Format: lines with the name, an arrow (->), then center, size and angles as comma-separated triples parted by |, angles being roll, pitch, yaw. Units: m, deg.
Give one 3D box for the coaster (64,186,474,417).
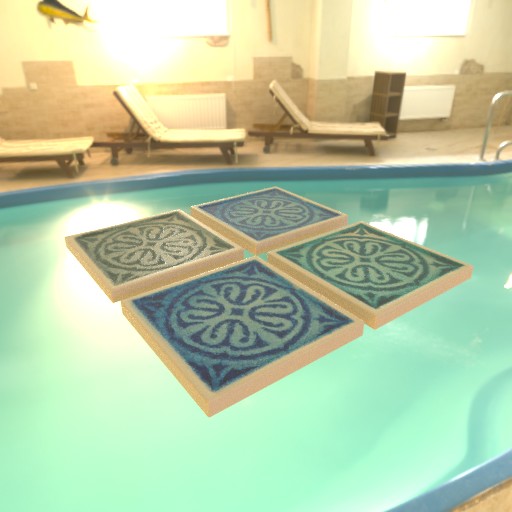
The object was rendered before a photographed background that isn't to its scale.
coaster -> 0.000, 0.000, 0.330 | 0.214, 0.010, 0.219 | -18, 32, -32
